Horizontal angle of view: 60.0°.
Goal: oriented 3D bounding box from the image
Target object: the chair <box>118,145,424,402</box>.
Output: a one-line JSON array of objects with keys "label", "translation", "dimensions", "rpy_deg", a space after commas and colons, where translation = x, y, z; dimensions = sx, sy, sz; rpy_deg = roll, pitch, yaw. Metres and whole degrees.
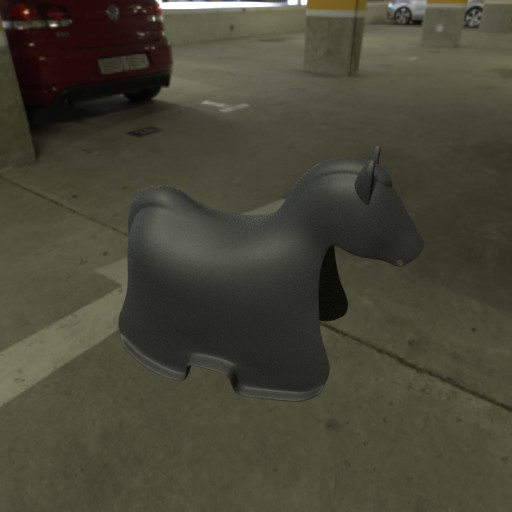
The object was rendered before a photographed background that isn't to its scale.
[{"label": "chair", "translation": [0.000, 0.000, 1.165], "dimensions": [0.800, 0.612, 0.429], "rpy_deg": [10, 32, 17]}]
